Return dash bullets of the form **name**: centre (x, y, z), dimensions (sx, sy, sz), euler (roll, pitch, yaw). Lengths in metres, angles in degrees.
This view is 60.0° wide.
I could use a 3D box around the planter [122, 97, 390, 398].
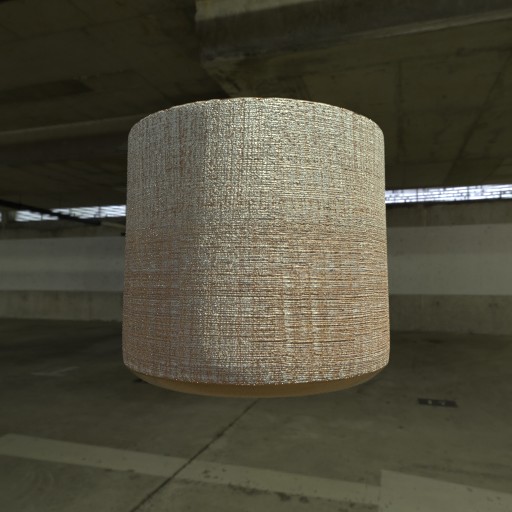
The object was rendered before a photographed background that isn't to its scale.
- **planter**: centre (0.000, 0.000, 0.310), dimensions (0.177, 0.157, 0.177), euler (0, -3, 0)
